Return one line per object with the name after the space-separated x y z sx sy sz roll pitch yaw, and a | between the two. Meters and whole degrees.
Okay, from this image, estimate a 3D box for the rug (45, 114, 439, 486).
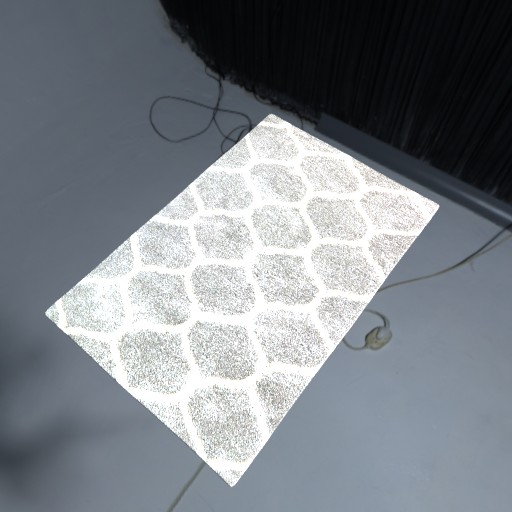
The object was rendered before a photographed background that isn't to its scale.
0.000 0.000 3.474 1.801 0.026 2.701 34 65 19 | rug
